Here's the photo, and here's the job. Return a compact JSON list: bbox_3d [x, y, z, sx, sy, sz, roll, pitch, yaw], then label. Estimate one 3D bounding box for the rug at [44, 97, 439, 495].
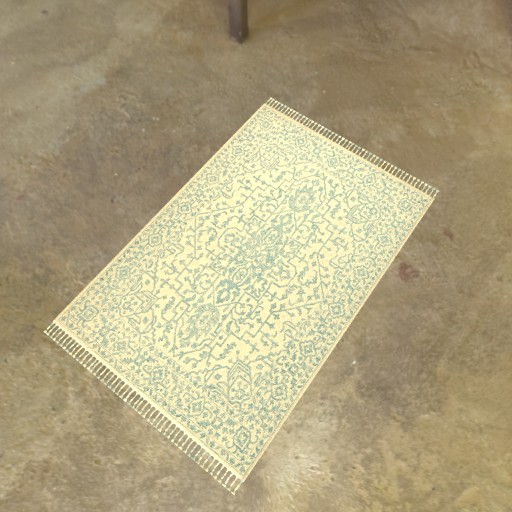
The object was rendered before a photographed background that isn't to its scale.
[{"bbox_3d":[0.000,0.000,3.009,1.524,0.010,2.438,34,69,15],"label":"rug"}]
